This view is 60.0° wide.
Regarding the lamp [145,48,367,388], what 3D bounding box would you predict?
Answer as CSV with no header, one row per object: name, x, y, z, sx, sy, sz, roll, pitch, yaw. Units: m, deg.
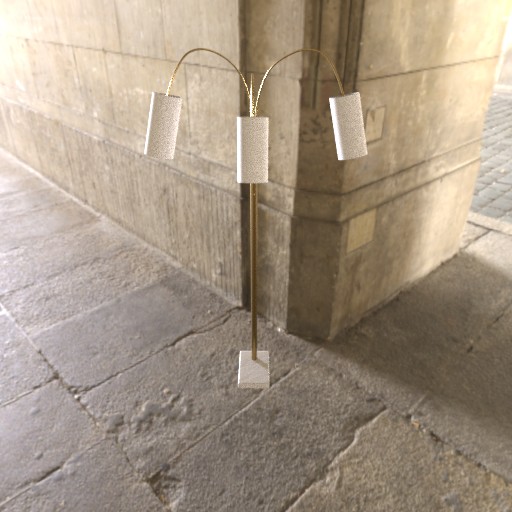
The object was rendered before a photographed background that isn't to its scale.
lamp,0.000,0.000,2.426,1.020,2.055,0.667,0,30,1
